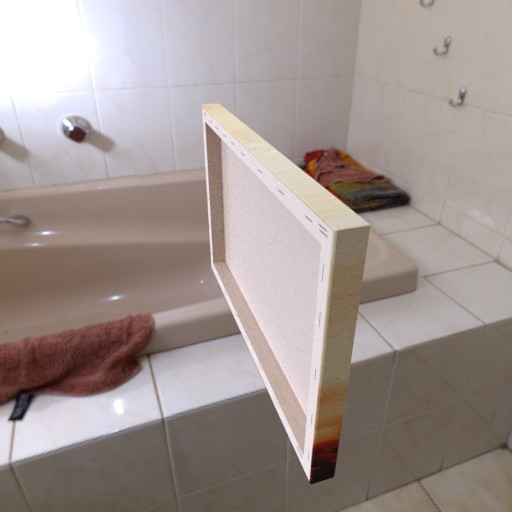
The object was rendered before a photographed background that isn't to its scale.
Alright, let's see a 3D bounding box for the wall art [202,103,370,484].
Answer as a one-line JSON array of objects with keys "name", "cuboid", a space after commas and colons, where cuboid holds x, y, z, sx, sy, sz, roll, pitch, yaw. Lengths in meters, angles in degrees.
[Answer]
[{"name": "wall art", "cuboid": [0.000, 0.000, 0.782, 0.040, 0.402, 0.613, -9, 31, -16]}]
